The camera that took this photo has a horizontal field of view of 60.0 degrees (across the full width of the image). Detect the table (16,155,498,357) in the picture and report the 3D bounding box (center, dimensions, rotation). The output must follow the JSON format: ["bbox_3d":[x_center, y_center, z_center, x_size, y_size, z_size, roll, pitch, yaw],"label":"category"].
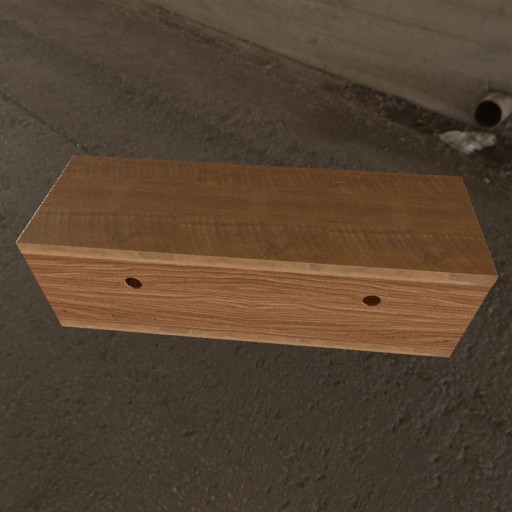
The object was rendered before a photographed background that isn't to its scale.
[{"bbox_3d":[0.000,0.000,1.717,1.499,0.491,0.499,4,47,4],"label":"table"}]
